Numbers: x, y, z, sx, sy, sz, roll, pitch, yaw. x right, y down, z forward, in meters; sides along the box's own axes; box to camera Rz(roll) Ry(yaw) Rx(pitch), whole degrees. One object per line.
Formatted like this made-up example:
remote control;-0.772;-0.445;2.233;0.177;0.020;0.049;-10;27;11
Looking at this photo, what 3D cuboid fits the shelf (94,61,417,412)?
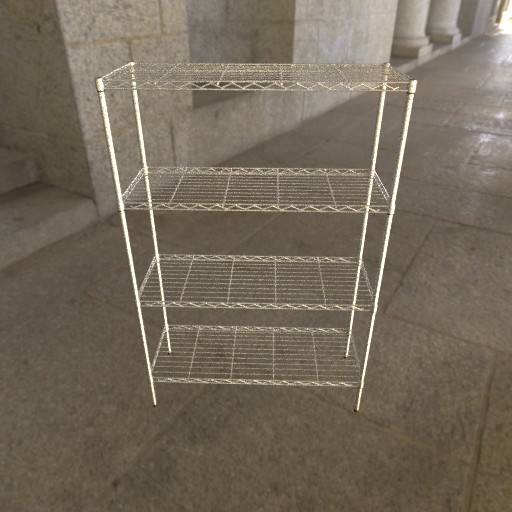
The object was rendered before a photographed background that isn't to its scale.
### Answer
shelf;0.000;0.000;1.734;0.907;1.360;0.352;1;31;2
